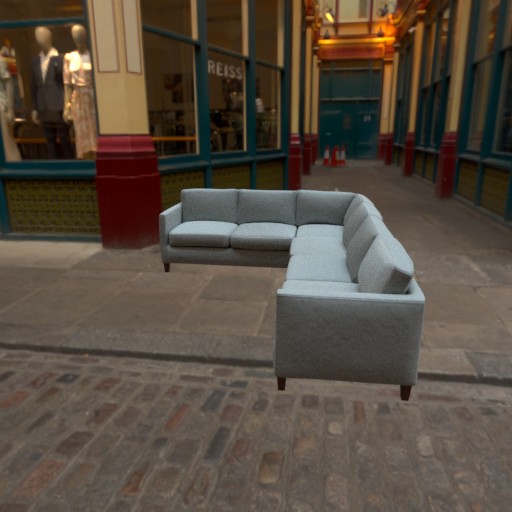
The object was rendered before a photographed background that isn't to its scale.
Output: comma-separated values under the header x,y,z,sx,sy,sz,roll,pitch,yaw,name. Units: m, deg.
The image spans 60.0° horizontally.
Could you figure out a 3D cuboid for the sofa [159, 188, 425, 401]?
x,y,z,sx,sy,sz,roll,pitch,yaw,name
0.000,0.000,4.420,2.592,0.947,3.301,2,16,8,sofa
